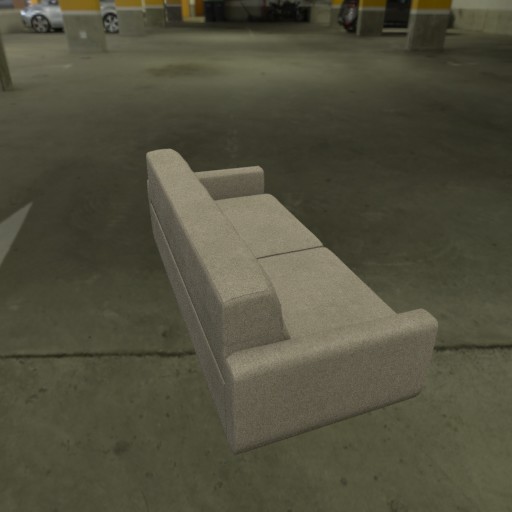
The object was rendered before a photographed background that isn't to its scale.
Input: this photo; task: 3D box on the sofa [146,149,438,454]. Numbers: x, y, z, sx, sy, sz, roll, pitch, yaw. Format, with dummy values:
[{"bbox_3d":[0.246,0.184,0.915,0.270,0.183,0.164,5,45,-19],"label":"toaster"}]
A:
[{"bbox_3d":[0.000,0.000,2.514,0.909,0.841,2.029,-10,32,-17],"label":"sofa"}]
